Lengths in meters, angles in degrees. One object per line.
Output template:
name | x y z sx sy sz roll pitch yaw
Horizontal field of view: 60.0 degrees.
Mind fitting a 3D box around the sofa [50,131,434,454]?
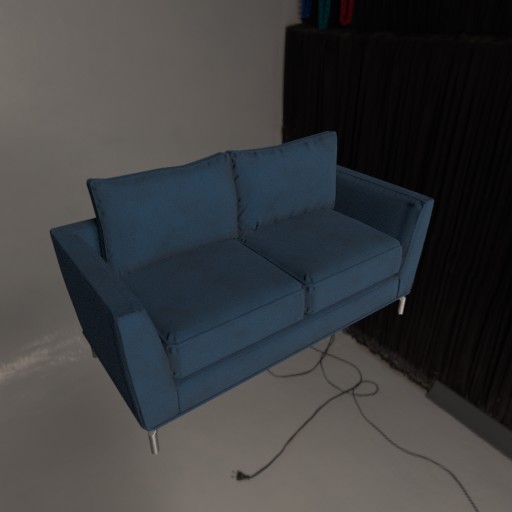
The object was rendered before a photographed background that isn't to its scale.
sofa | 0.000 0.000 2.326 1.770 1.002 0.853 -20 35 -31
